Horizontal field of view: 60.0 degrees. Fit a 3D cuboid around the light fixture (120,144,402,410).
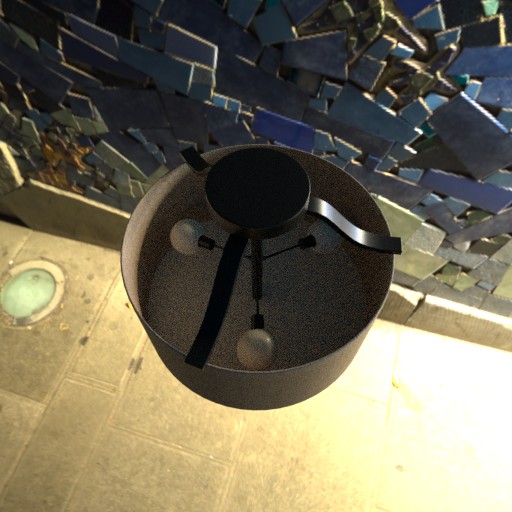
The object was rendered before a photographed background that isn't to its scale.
[{"bbox_3d":[0.000,0.000,0.653,0.390,0.306,0.390,0,58,0],"label":"light fixture"}]
